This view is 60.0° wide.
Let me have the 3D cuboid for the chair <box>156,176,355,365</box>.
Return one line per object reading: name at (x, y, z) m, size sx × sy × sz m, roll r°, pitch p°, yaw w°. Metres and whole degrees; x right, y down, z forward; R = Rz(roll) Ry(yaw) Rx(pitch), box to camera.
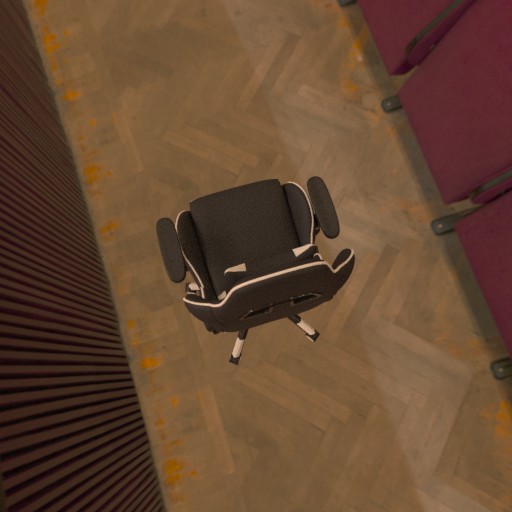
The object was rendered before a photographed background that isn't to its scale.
chair at (0.000, 0.000, 1.650) m, size 0.700 × 1.240 × 0.700 m, roll -16°, pitch 76°, yaw -4°
